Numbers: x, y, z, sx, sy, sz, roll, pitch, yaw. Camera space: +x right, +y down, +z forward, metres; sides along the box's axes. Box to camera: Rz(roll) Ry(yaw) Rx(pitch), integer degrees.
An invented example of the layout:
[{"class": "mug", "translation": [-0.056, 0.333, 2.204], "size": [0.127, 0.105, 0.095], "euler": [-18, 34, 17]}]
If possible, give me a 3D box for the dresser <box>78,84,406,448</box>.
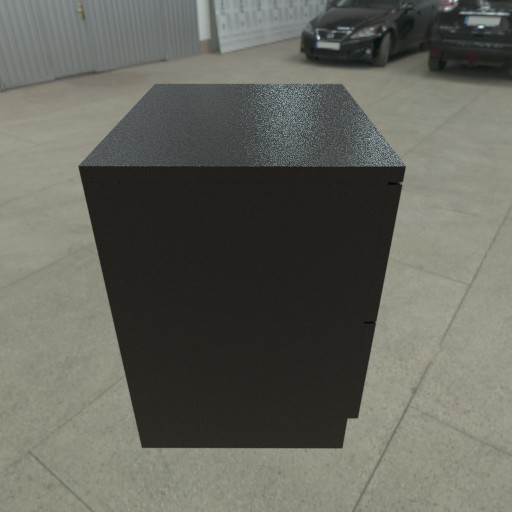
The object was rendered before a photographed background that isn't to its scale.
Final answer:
[{"class": "dresser", "translation": [0.000, 0.000, 0.744], "size": [0.360, 0.470, 0.400], "euler": [0, 32, 0]}]
